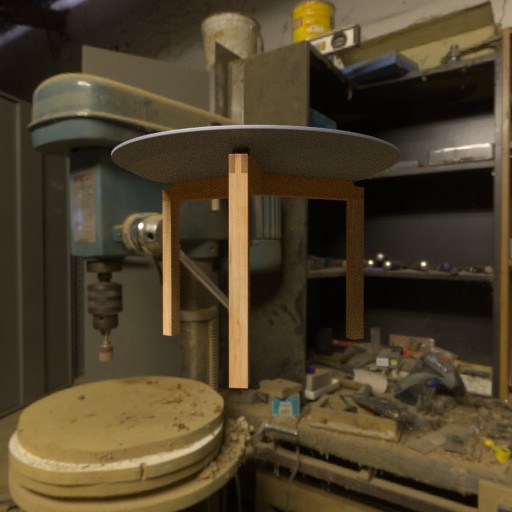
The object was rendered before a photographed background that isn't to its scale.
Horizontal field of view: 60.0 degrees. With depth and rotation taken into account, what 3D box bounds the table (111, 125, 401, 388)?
[{"bbox_3d":[0.000,0.000,0.970,0.600,0.405,0.600,0,1,0],"label":"table"}]
